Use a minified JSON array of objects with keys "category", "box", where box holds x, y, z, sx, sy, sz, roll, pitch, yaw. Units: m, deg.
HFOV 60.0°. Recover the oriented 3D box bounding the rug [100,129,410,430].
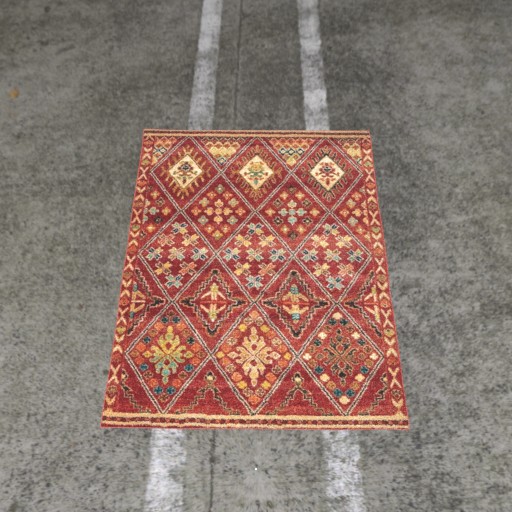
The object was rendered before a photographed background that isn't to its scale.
[{"category":"rug","box":[0.000,0.000,4.217,2.489,0.030,3.086,0,64,0]}]
